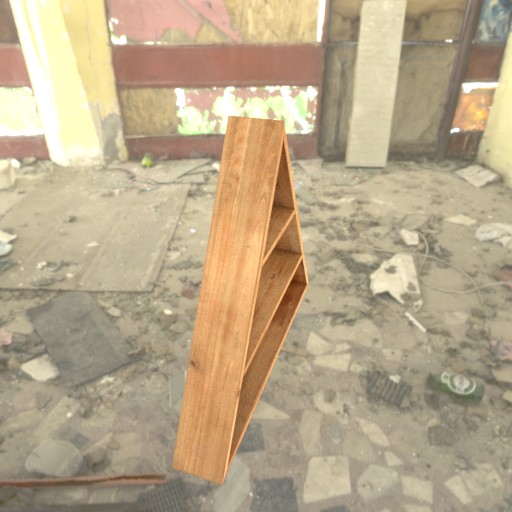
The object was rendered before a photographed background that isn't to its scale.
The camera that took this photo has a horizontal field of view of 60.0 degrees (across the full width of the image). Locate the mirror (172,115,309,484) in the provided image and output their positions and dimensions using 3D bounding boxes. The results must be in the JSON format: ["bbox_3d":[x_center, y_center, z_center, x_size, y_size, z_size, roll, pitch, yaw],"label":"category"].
[{"bbox_3d":[0.000,0.000,0.889,0.100,0.548,0.631,11,34,16],"label":"mirror"}]
